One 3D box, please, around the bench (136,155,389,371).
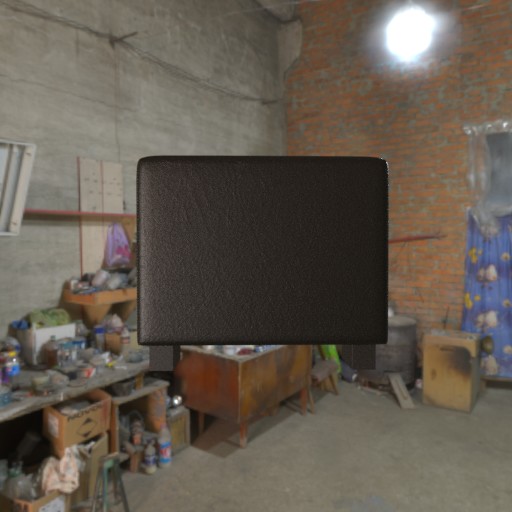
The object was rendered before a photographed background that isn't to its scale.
[{"bbox_3d":[0.000,0.000,1.520,0.508,0.445,1.296,0,1,-1],"label":"bench"}]
